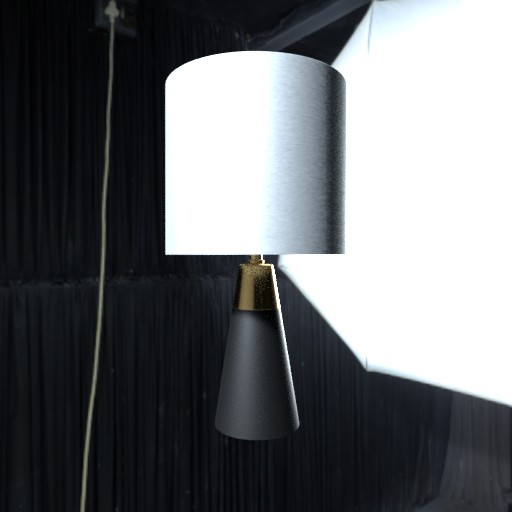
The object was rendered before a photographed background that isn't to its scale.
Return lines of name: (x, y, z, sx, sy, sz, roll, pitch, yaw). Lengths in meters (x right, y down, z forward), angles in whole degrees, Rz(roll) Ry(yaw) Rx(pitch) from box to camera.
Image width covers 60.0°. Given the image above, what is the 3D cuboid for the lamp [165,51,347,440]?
lamp: (0.000, 0.000, 0.769, 0.308, 0.580, 0.308, 0, 0, -37)
